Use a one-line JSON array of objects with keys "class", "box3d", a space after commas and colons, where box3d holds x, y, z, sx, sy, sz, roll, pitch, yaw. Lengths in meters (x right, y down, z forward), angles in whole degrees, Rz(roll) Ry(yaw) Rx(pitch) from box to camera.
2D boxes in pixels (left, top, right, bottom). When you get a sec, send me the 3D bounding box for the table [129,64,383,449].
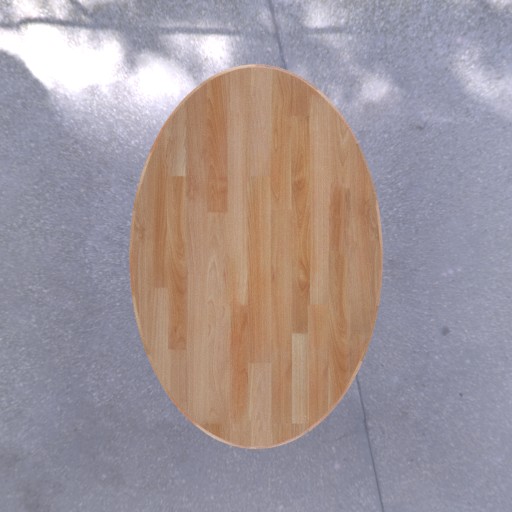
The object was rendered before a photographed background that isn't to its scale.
[{"class": "table", "box3d": [0.000, 0.000, 1.411, 0.690, 0.490, 1.040, 0, 90, 0]}]
